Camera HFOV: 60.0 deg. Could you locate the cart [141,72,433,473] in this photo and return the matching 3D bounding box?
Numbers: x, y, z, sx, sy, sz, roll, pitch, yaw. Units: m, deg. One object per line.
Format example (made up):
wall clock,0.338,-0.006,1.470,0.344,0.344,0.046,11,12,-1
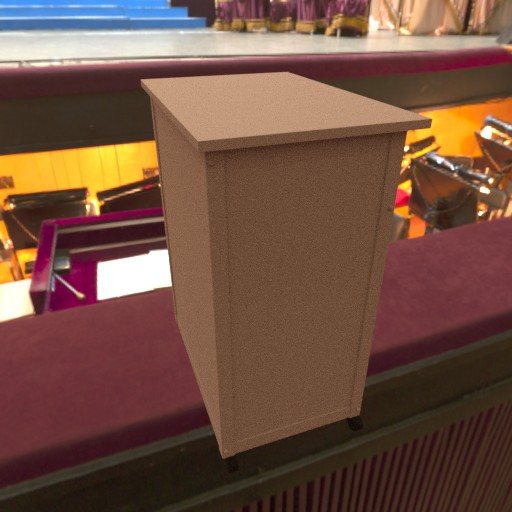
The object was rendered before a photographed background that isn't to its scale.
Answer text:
cart,0.000,0.000,1.243,0.442,0.864,0.683,-10,31,-17
